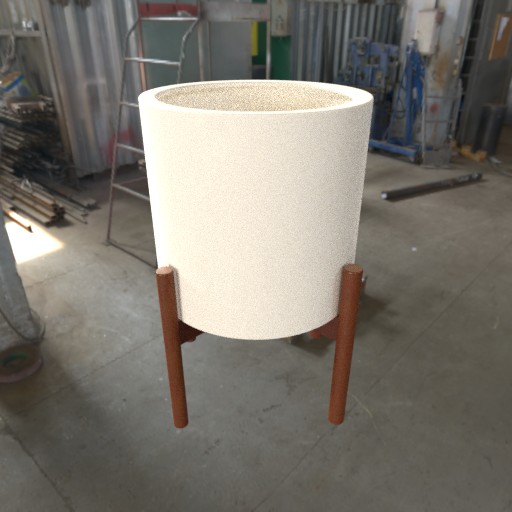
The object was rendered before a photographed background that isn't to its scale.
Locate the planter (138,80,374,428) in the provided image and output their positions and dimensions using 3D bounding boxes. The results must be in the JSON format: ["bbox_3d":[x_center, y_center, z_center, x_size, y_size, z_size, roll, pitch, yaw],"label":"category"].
[{"bbox_3d":[0.000,0.000,0.963,0.417,0.670,0.417,-1,28,-2],"label":"planter"}]
